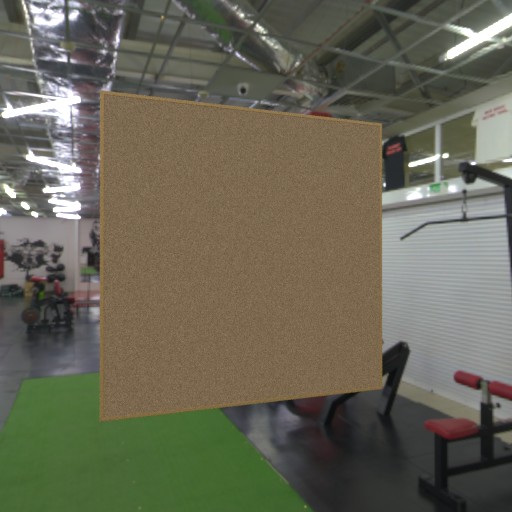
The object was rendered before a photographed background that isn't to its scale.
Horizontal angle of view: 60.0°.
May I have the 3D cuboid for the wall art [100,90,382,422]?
[{"bbox_3d":[0.000,0.000,1.449,0.962,0.959,0.013,0,0,-19],"label":"wall art"}]
